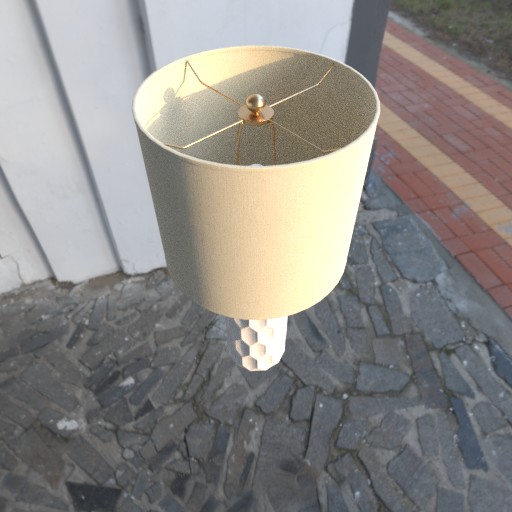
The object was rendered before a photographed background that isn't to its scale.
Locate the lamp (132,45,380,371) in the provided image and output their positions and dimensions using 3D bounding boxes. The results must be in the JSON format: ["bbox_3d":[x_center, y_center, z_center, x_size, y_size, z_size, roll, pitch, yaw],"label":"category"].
[{"bbox_3d":[0.000,0.000,0.699,0.277,0.537,0.277,-3,47,-2],"label":"lamp"}]
